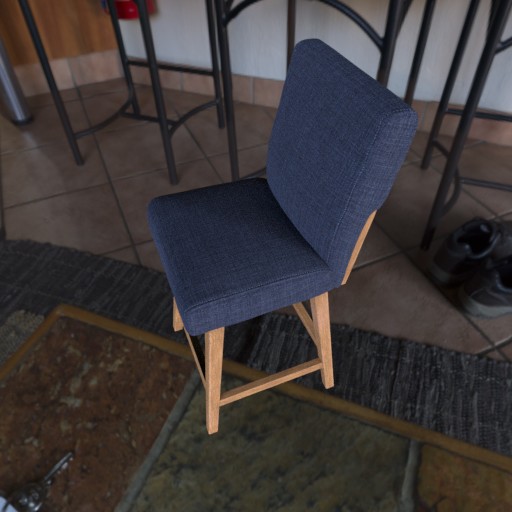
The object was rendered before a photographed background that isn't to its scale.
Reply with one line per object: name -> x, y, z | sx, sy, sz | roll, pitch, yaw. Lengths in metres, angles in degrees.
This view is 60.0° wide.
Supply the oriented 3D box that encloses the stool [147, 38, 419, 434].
stool -> 0.000, 0.000, 1.275 | 0.526, 1.010, 0.459 | -16, 48, -15
